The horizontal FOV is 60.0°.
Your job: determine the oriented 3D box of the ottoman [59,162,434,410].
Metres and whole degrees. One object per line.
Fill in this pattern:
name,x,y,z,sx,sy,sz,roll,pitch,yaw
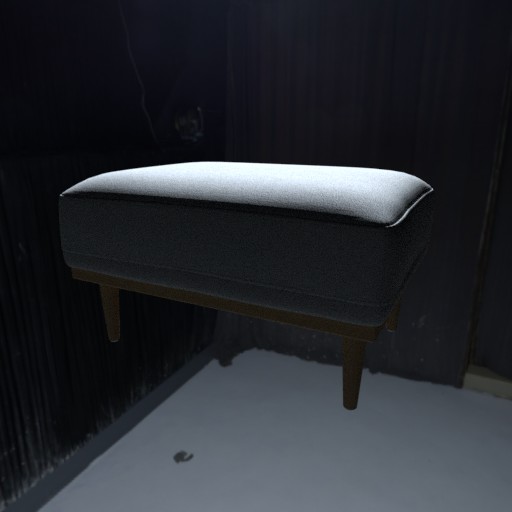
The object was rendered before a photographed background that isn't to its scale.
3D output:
ottoman,0.000,0.000,1.085,0.749,0.428,0.549,8,18,27
